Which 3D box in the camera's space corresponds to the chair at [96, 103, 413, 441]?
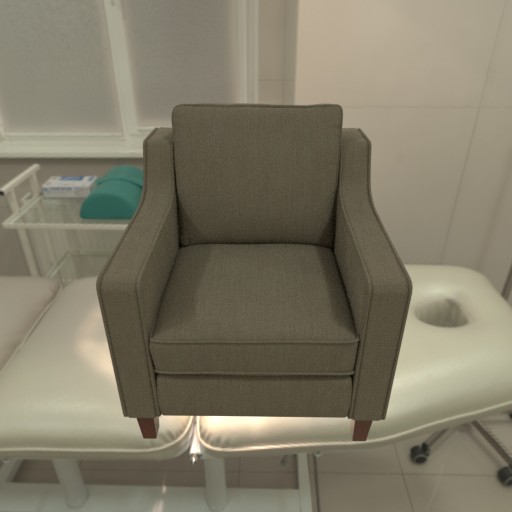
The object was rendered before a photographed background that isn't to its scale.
[{"bbox_3d":[0.000,0.000,1.601,0.831,0.960,0.909,0,31,1],"label":"chair"}]
